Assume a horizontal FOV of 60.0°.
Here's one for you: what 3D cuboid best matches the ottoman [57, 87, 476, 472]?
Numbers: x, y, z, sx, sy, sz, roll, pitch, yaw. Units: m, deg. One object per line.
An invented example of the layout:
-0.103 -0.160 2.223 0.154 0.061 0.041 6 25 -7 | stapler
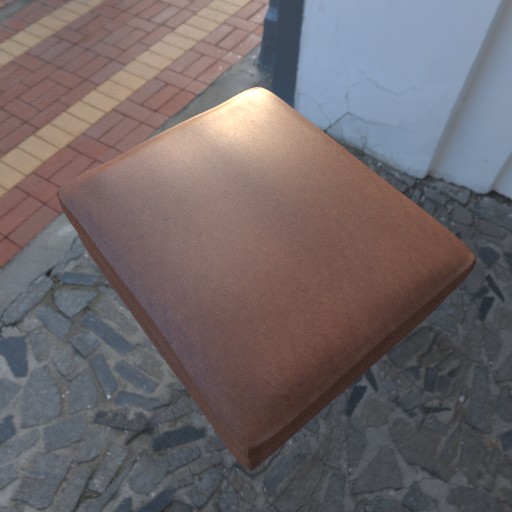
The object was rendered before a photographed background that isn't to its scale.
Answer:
0.000 0.000 1.440 0.836 0.472 0.987 -34 64 -20 | ottoman
